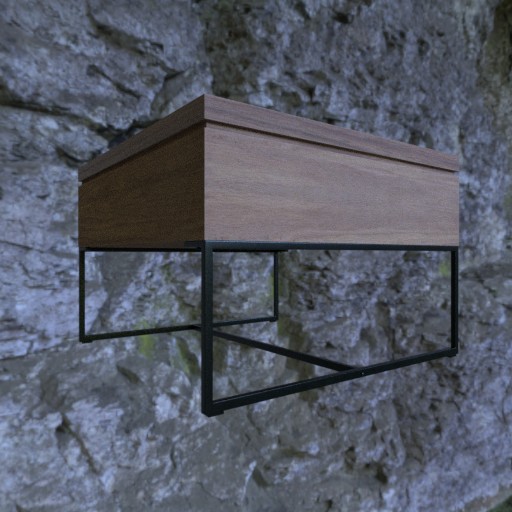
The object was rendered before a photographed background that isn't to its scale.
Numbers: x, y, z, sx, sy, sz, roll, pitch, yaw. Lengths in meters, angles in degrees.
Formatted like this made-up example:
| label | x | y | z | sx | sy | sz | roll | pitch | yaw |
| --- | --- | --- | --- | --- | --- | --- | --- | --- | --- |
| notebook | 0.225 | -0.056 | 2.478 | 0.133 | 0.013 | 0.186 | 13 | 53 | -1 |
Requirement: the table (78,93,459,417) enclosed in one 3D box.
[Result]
| label | x | y | z | sx | sy | sz | roll | pitch | yaw |
| --- | --- | --- | --- | --- | --- | --- | --- | --- | --- |
| table | 0.000 | 0.000 | 1.103 | 0.676 | 0.464 | 0.679 | 0 | 0 | -36 |
